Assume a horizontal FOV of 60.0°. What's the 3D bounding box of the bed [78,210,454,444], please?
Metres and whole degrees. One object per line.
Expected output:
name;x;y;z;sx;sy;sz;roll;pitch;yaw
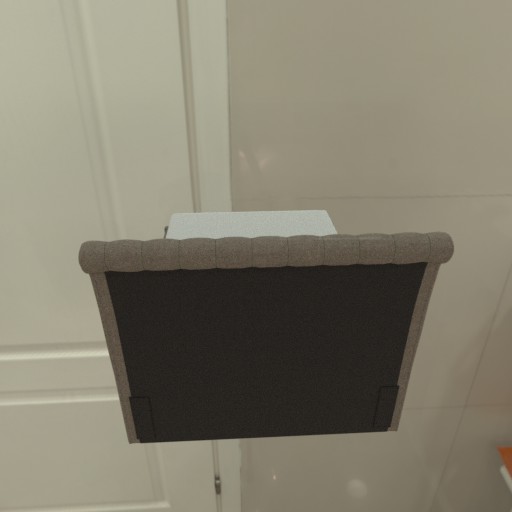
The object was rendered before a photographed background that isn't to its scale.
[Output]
bed;0.000;0.000;3.214;1.645;1.371;2.252;-2;29;-3
